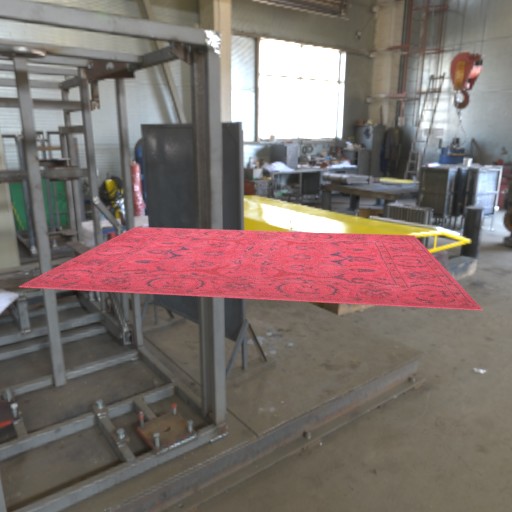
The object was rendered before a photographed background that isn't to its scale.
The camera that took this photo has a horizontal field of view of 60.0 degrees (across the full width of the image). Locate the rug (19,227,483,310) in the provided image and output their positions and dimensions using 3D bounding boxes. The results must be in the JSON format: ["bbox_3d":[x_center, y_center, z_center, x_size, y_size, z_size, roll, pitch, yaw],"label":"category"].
[{"bbox_3d":[0.000,0.000,2.289,1.814,0.008,1.209,2,16,8],"label":"rug"}]
